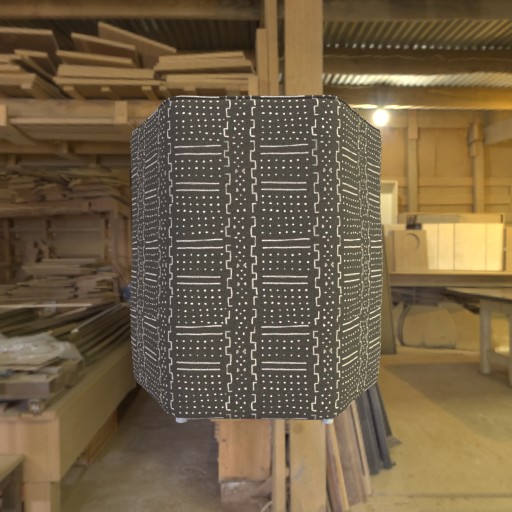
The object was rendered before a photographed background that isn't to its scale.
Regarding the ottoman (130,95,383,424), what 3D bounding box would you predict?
[{"bbox_3d":[0.000,0.000,0.873,0.494,0.502,0.443,0,1,1],"label":"ottoman"}]
